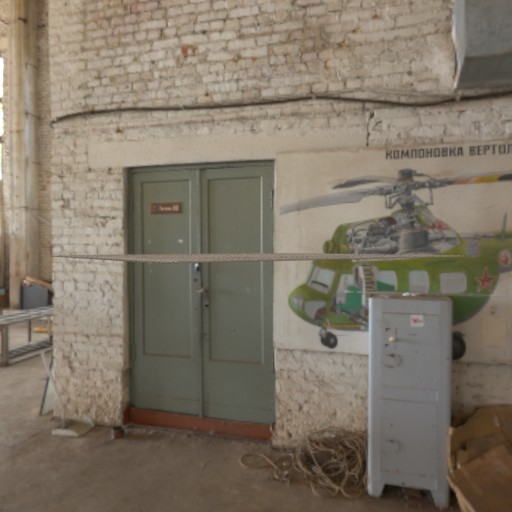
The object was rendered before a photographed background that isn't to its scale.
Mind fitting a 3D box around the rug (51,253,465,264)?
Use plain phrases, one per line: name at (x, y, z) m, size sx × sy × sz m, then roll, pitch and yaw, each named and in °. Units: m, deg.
rug at (0.000, 0.000, 3.962) m, size 2.940 × 0.013 × 2.312 m, roll -1°, pitch 1°, yaw -37°
